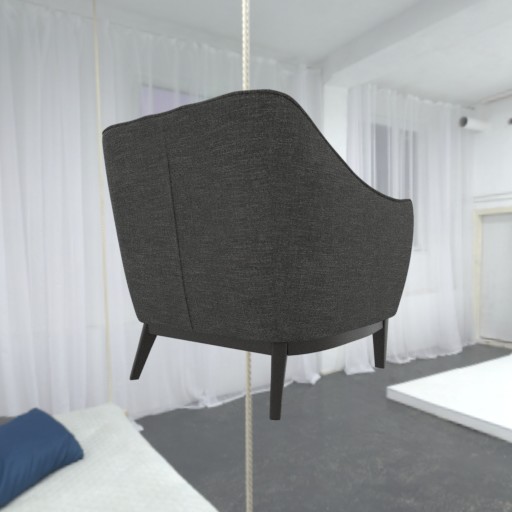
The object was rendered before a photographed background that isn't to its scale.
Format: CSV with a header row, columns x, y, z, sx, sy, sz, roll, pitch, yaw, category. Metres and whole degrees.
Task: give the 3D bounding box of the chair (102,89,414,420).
x,y,z,sx,sy,sz,roll,pitch,yaw,category
0.000,0.000,1.557,0.870,0.829,0.851,1,1,37,chair
